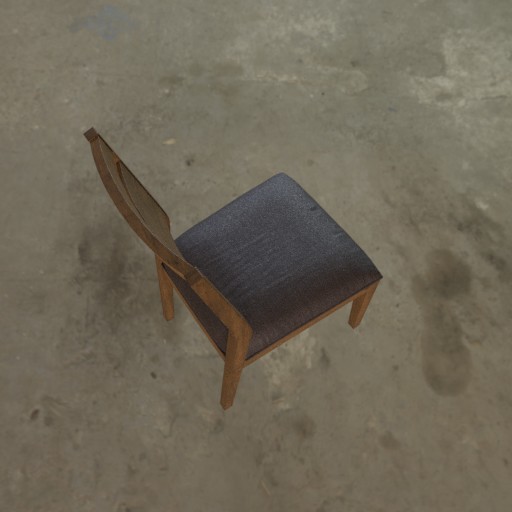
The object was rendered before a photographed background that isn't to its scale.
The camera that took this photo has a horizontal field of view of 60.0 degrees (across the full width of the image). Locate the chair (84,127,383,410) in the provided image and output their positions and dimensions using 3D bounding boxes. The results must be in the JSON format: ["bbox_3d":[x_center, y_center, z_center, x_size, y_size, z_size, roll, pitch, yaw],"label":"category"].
[{"bbox_3d":[0.000,0.000,1.287,0.610,0.939,0.501,-31,64,-17],"label":"chair"}]
